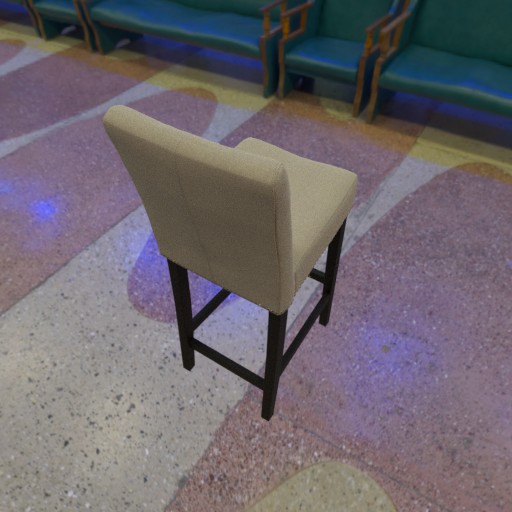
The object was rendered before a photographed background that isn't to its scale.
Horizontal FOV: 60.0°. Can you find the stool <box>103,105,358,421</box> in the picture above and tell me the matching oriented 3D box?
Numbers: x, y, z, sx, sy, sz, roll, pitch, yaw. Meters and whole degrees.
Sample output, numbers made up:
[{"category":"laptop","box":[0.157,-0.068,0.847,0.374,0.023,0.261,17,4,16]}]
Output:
[{"category":"stool","box":[0.000,0.000,1.318,0.411,1.047,0.548,25,51,22]}]
